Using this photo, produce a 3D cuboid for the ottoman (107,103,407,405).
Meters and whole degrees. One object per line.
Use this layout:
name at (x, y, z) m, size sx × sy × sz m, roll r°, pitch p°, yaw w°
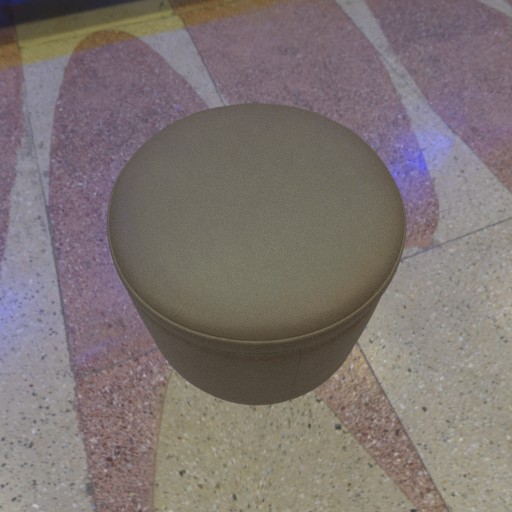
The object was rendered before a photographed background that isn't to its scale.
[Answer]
ottoman at (0.000, 0.000, 0.884) m, size 0.500 × 0.409 × 0.500 m, roll 0°, pitch 59°, yaw 0°
